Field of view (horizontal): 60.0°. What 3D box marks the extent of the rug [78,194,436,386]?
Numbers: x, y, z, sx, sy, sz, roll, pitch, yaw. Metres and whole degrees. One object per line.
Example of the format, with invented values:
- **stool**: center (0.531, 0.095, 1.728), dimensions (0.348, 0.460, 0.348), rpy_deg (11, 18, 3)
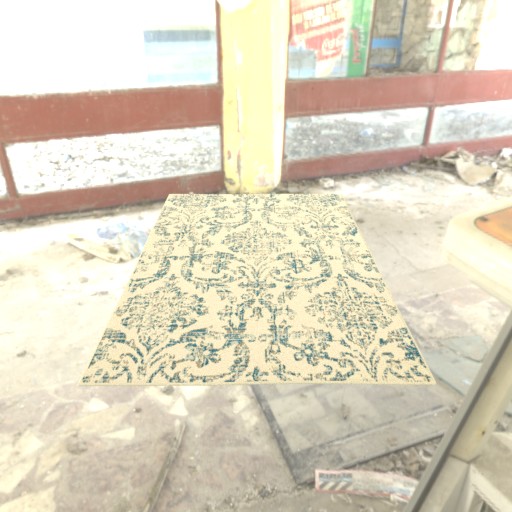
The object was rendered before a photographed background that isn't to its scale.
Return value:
- **rug**: center (0.000, 0.000, 2.300), dimensions (1.213, 0.012, 1.831), rpy_deg (0, 28, 0)
